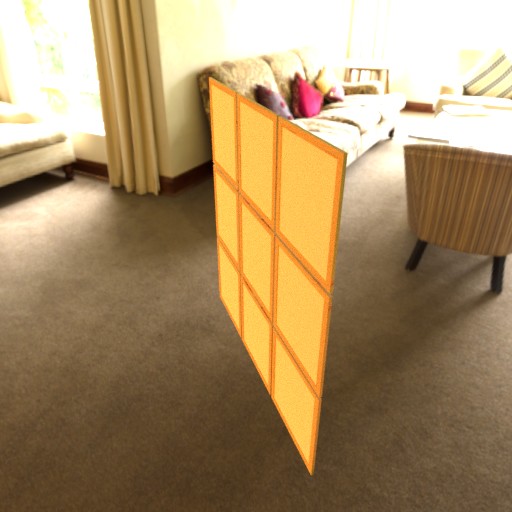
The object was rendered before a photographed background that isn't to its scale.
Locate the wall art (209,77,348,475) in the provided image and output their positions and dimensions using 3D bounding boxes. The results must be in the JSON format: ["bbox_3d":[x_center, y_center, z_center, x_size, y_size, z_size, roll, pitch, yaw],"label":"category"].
[{"bbox_3d":[0.000,0.000,2.289,0.013,1.523,1.517,-10,32,-17],"label":"wall art"}]
